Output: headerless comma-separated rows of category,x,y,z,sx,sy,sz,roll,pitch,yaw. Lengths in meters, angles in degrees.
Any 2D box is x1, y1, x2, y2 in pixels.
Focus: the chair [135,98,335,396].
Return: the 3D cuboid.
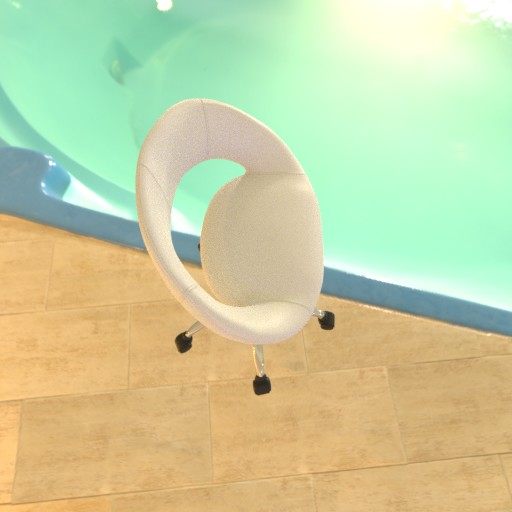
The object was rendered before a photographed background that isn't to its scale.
chair,0.000,0.000,1.199,0.538,0.791,0.612,1,64,0
